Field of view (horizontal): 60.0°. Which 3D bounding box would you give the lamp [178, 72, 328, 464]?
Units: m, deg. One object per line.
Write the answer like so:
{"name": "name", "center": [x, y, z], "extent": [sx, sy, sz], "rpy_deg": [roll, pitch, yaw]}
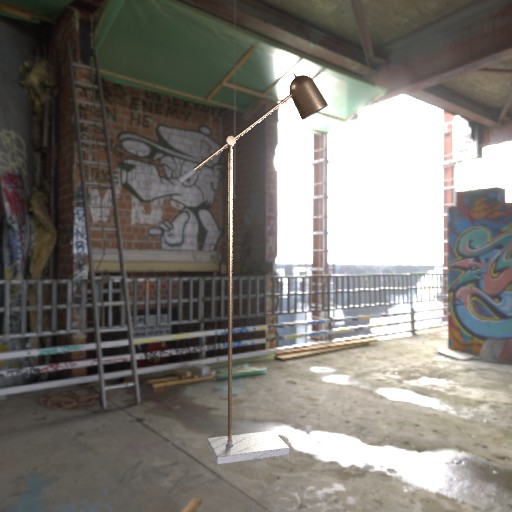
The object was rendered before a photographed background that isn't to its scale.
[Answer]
{"name": "lamp", "center": [0.000, 0.000, 1.852], "extent": [0.653, 1.594, 0.194], "rpy_deg": [0, -1, -18]}
